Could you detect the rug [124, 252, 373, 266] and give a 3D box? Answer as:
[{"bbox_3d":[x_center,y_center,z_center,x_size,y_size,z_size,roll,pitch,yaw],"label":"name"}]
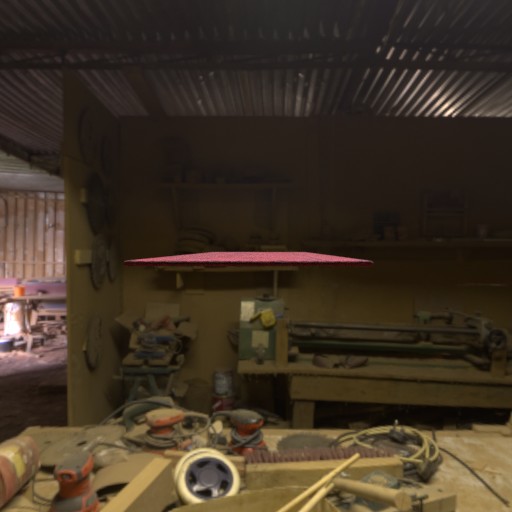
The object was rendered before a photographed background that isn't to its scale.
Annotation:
[{"bbox_3d":[0.000,0.000,2.652,0.813,0.018,2.439,0,1,1],"label":"rug"}]
